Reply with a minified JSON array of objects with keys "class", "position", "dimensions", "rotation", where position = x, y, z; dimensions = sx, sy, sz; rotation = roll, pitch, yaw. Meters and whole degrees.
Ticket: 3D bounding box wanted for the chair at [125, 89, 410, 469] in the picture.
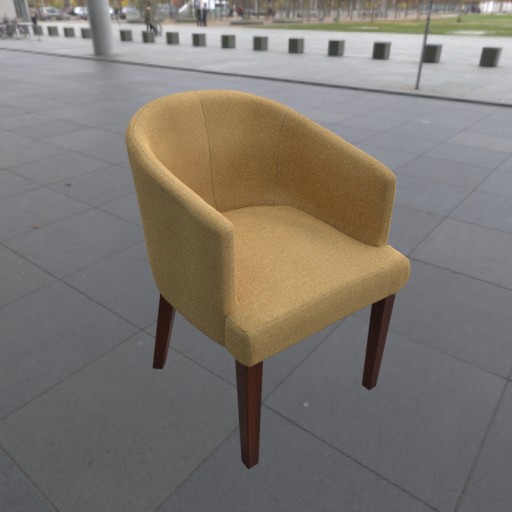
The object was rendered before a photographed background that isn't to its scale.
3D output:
[{"class":"chair","position":[0.000,0.000,1.252],"dimensions":[0.583,0.811,0.655],"rotation":[-20,35,-31]}]
